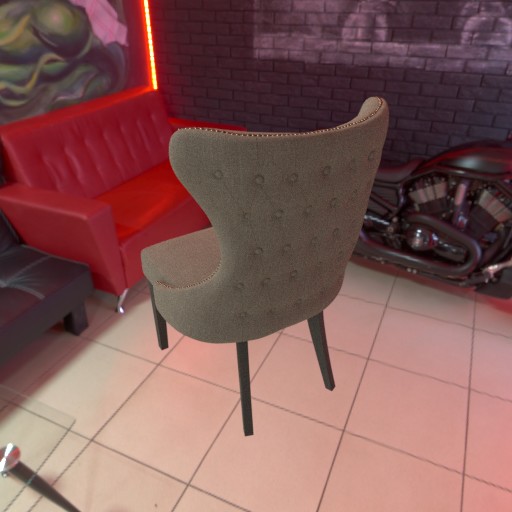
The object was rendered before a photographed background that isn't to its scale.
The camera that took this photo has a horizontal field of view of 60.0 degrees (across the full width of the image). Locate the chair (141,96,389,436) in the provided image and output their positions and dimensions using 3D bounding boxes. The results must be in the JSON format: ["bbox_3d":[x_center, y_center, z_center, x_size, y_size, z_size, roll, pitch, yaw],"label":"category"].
[{"bbox_3d":[0.000,0.000,1.395,0.628,0.967,0.635,-18,36,-28],"label":"chair"}]
